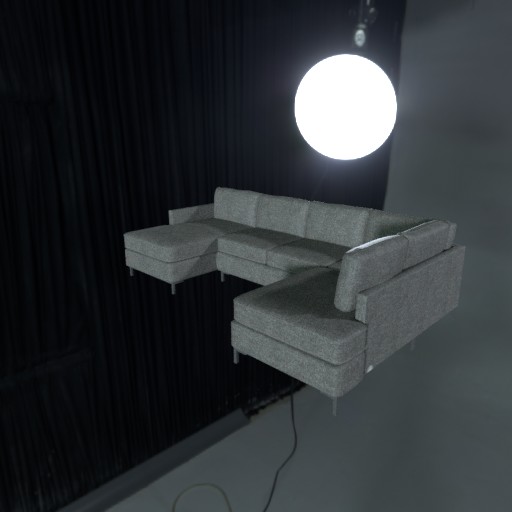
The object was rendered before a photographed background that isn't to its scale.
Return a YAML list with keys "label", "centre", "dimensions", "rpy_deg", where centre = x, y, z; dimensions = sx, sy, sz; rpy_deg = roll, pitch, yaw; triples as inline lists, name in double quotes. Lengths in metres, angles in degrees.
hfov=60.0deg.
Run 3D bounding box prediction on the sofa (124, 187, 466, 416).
- label: "sofa"
  centre: [0.000, 0.000, 4.508]
  dimensions: [3.423, 0.999, 2.048]
  rpy_deg: [16, 23, 42]
